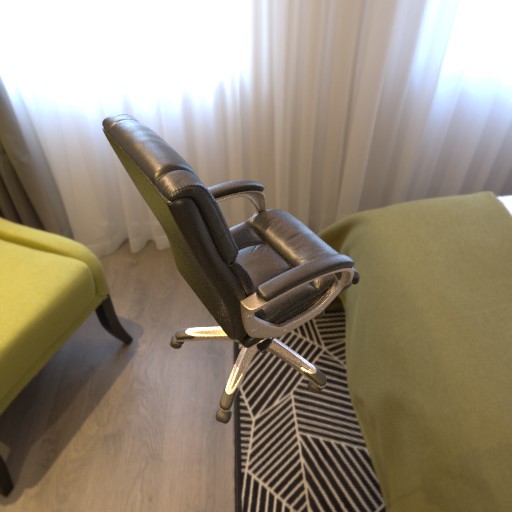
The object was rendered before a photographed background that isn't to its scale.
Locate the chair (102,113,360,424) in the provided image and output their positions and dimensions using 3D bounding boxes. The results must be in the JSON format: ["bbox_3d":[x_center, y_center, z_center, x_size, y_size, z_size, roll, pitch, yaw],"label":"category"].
[{"bbox_3d":[0.000,0.000,1.651,0.780,1.145,0.700,-24,47,-24],"label":"chair"}]
